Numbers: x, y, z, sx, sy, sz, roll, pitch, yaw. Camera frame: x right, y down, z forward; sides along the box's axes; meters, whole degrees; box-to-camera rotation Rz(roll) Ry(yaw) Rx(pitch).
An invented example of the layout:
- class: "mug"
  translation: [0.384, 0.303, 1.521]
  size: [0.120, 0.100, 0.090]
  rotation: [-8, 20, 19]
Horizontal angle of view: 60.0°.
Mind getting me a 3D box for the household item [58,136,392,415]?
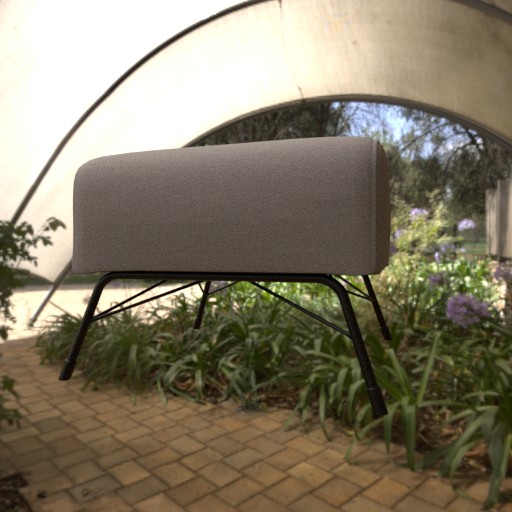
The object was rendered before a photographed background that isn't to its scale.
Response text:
- class: "household item"
  translation: [0.000, 0.000, 0.907]
  size: [0.530, 0.410, 0.530]
  rotation: [0, 1, 18]
